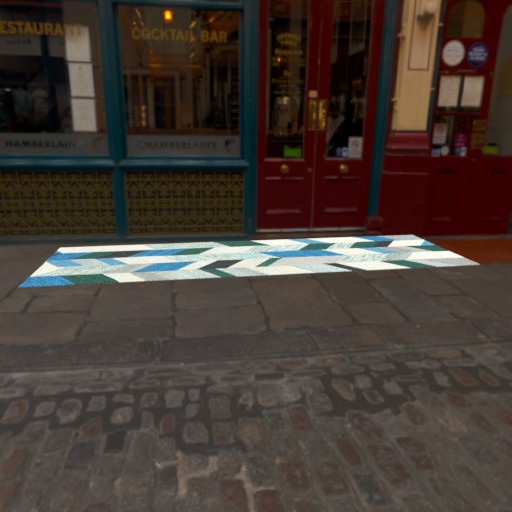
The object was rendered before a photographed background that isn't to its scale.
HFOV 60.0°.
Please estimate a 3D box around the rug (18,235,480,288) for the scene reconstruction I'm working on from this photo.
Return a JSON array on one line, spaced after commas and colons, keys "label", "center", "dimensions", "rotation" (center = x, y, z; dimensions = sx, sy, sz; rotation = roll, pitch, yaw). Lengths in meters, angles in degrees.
[{"label": "rug", "center": [0.000, 0.000, 2.671], "dimensions": [2.437, 0.008, 0.774], "rotation": [-2, 16, -9]}]
